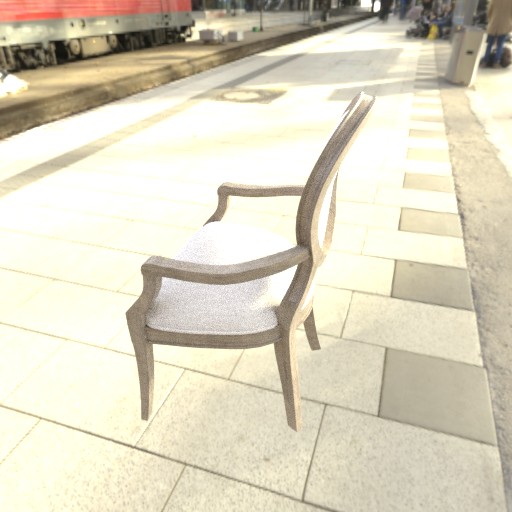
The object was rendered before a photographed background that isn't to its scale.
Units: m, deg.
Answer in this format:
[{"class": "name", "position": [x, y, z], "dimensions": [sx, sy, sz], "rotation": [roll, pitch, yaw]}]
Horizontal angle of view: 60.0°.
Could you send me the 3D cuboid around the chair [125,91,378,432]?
[{"class": "chair", "position": [0.000, 0.000, 1.372], "dimensions": [0.602, 0.991, 0.611], "rotation": [8, 31, 14]}]
